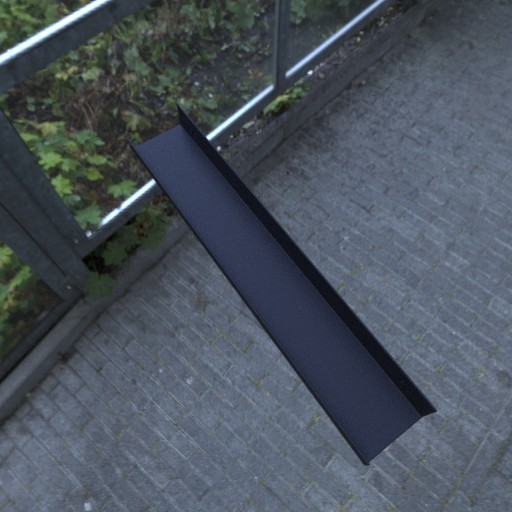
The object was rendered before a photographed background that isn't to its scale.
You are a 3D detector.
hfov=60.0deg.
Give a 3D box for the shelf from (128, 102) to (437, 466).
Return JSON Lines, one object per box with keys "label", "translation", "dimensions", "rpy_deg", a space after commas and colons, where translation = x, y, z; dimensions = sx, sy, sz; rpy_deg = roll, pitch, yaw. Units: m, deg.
{"label": "shelf", "translation": [0.000, 0.000, 0.646], "dimensions": [0.102, 0.053, 0.605], "rpy_deg": [-32, 68, -15]}
